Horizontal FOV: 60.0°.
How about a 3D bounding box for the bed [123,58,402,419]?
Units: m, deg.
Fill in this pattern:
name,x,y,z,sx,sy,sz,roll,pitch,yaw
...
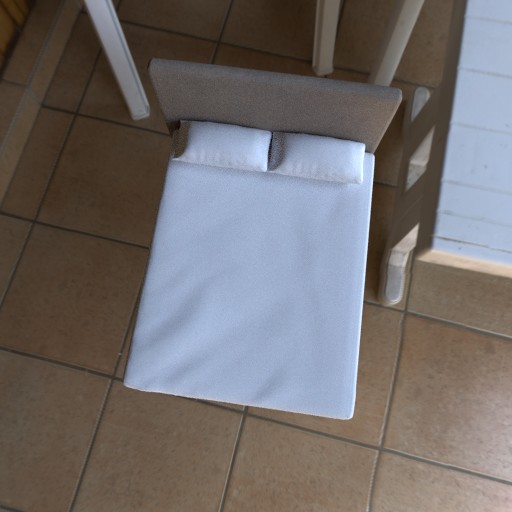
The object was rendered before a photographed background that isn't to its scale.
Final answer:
name,x,y,z,sx,sy,sz,roll,pitch,yaw
bed,0.000,0.000,3.201,1.723,1.330,2.142,8,76,2
